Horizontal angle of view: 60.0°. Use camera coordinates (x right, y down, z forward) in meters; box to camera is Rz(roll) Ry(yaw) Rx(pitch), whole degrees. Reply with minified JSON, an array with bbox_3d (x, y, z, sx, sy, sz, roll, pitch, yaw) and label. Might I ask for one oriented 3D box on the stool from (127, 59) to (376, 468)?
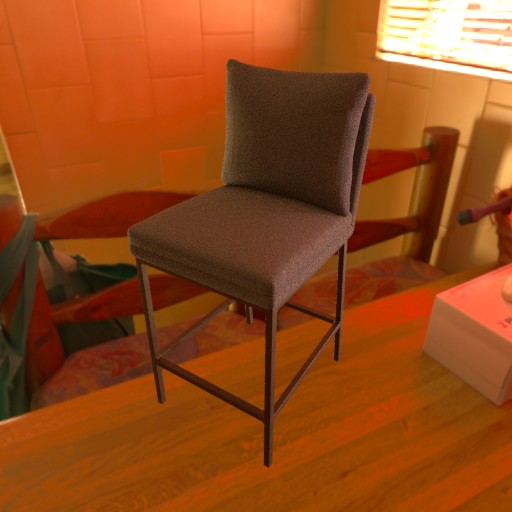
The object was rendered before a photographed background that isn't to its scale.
[{"bbox_3d":[0.000,0.000,1.334,0.463,1.031,0.569,18,35,28],"label":"stool"}]
